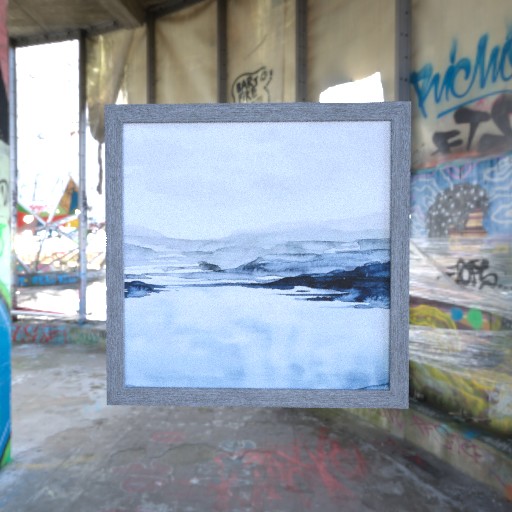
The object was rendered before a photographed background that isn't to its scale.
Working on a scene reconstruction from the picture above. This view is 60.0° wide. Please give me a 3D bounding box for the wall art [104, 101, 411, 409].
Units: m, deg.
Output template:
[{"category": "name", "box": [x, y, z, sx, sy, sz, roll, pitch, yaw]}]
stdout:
[{"category": "wall art", "box": [0.000, 0.000, 1.008, 0.685, 0.685, 0.020, 0, 1, 2]}]
